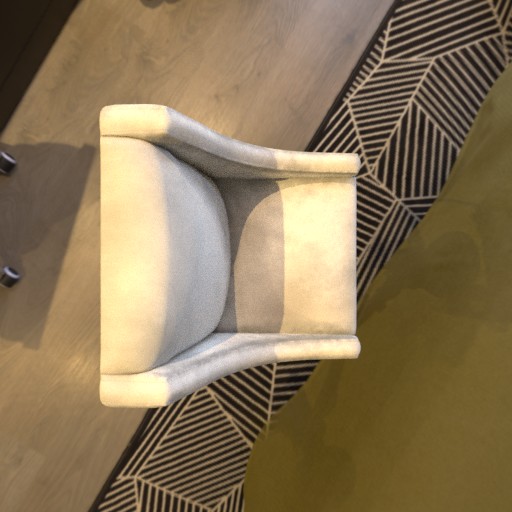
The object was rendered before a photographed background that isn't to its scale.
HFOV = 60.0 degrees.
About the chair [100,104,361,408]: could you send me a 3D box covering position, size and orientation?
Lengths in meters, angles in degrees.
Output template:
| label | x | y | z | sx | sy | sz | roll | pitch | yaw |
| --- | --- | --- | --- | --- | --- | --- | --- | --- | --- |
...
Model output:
| label | x | y | z | sx | sy | sz | roll | pitch | yaw |
| --- | --- | --- | --- | --- | --- | --- | --- | --- | --- |
| chair | 0.000 | 0.000 | 1.323 | 0.629 | 0.895 | 0.629 | 0 | 90 | 0 |
